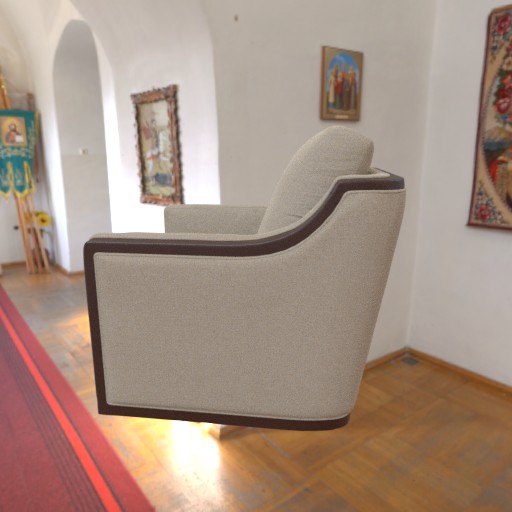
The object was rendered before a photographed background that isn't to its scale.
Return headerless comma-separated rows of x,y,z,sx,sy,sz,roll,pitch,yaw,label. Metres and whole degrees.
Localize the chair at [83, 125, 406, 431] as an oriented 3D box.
0.000,0.000,1.682,0.950,0.930,0.870,2,14,8,chair
